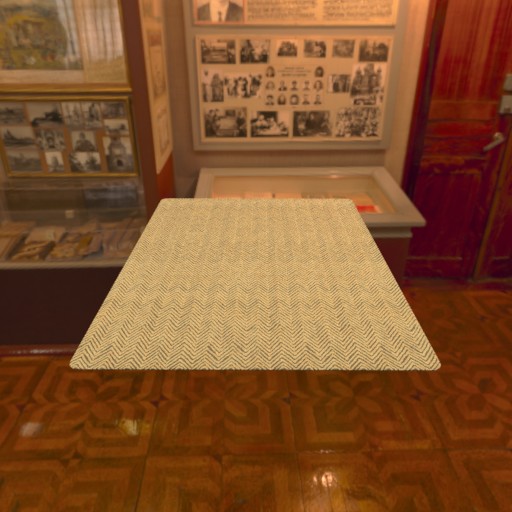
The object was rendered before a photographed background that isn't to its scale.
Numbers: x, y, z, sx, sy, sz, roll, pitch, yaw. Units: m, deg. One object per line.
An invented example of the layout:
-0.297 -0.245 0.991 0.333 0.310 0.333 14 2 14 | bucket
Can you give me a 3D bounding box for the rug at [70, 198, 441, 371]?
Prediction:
0.000 0.000 4.286 2.439 0.014 3.207 0 27 0 | rug
